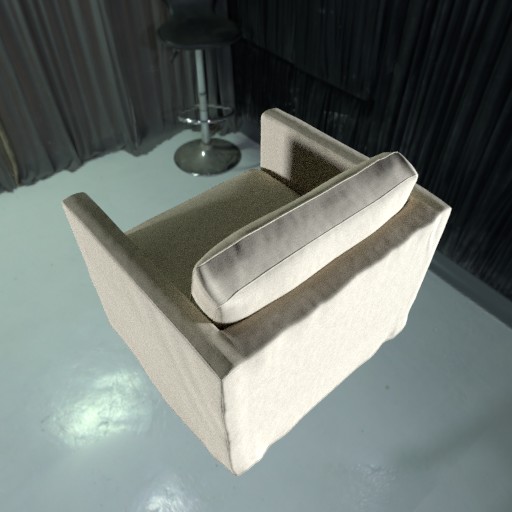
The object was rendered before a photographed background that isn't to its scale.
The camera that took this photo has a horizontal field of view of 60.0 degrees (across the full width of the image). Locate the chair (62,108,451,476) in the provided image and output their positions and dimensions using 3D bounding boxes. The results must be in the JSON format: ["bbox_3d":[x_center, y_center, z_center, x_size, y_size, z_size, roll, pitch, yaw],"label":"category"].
[{"bbox_3d":[0.000,0.000,1.727,1.057,0.867,0.949,-32,54,-27],"label":"chair"}]
